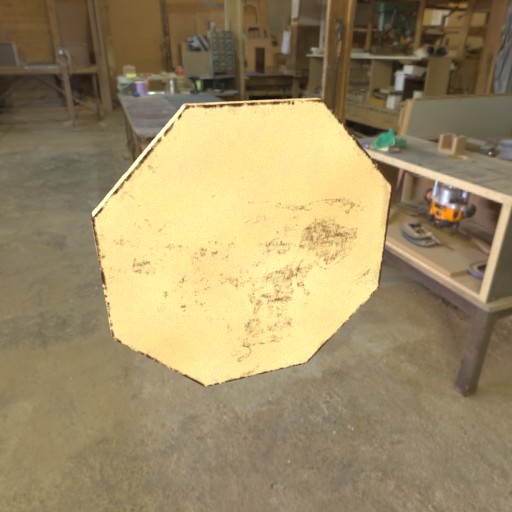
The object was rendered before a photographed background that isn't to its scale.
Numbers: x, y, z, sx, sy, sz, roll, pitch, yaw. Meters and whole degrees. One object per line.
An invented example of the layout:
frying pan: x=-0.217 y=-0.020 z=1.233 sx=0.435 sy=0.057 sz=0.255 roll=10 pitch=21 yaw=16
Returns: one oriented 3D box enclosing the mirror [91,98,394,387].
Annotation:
mirror: x=0.000 y=0.000 z=0.976 sx=0.648 sy=0.648 sz=0.031 roll=-9 pitch=28 yaw=-17
